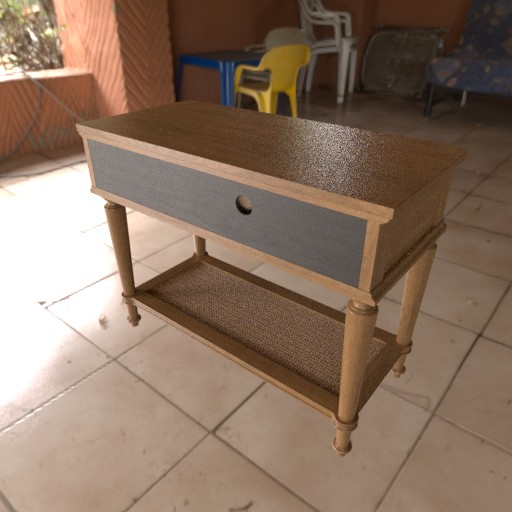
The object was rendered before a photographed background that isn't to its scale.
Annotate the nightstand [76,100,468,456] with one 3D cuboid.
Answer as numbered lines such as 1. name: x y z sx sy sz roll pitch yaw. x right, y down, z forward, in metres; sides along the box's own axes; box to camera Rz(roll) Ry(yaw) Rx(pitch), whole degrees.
1. nightstand: 0.000 0.000 1.285 0.914 0.700 0.432 22 36 33
